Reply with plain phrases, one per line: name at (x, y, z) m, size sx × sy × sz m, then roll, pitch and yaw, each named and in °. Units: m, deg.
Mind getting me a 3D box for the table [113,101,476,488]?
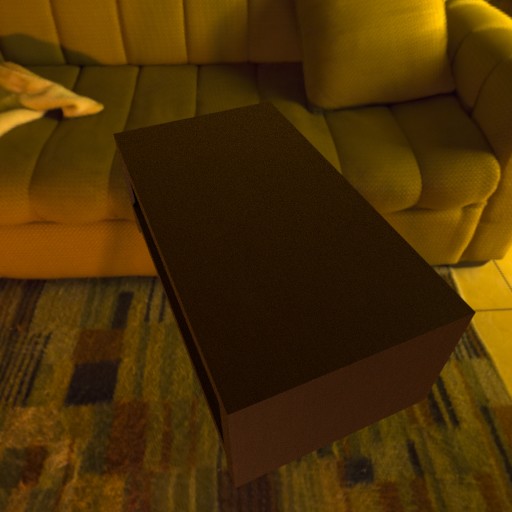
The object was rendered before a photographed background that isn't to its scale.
table at (0.000, 0.000, 1.415) m, size 0.597 × 0.424 × 1.099 m, roll -17°, pitch 48°, yaw -16°
